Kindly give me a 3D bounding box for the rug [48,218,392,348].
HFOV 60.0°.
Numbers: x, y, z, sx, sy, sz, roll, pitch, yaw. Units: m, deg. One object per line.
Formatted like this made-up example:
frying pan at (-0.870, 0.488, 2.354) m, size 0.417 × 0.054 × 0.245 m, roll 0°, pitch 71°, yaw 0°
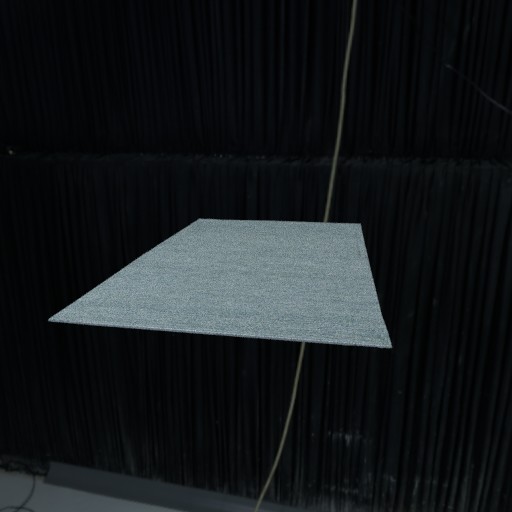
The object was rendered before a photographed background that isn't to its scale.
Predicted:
rug at (0.000, 0.000, 2.336) m, size 1.174 × 0.022 × 1.853 m, roll 3°, pitch 16°, yaw 10°
